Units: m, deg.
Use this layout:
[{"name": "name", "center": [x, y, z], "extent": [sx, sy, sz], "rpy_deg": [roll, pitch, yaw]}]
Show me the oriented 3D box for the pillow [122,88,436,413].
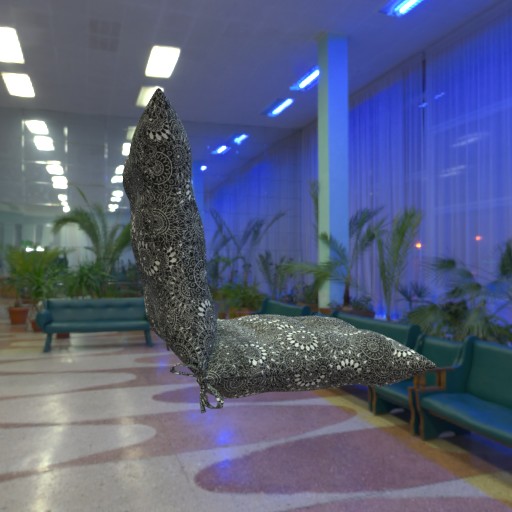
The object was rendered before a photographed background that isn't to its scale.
[{"name": "pillow", "center": [0.000, 0.000, 1.011], "extent": [0.585, 0.536, 0.541], "rpy_deg": [0, 0, -18]}]
